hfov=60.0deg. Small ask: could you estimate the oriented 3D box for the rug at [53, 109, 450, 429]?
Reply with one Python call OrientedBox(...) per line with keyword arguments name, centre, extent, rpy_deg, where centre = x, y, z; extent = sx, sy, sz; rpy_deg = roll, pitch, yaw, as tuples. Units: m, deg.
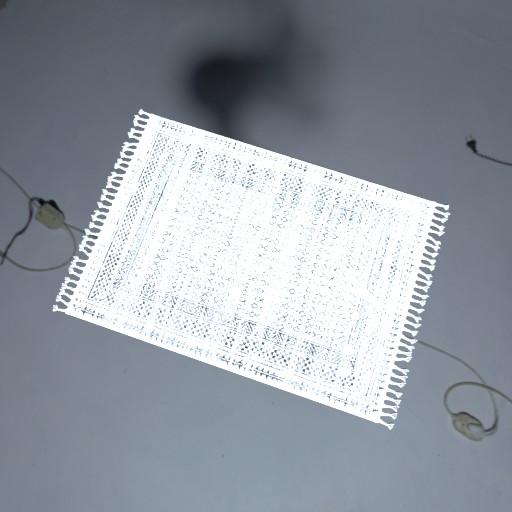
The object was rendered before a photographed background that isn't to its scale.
OrientedBox(name="rug", centre=(0.000, 0.000, 2.386), extent=(1.872, 0.013, 1.243), rpy_deg=(18, 78, 4))
